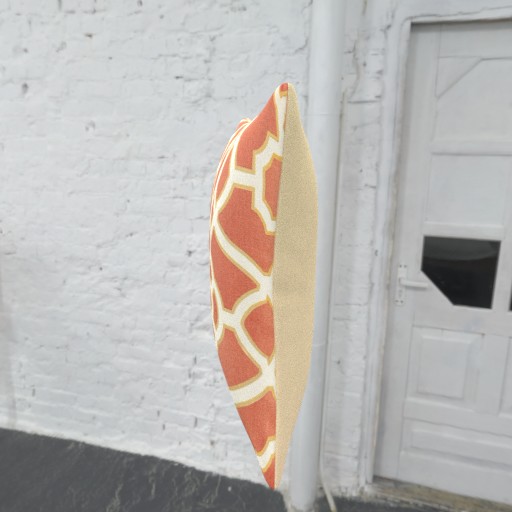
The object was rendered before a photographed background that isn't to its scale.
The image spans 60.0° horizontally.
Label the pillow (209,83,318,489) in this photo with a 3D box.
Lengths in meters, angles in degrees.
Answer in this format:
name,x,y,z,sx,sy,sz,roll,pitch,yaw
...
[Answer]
name,x,y,z,sx,sy,sz,roll,pitch,yaw
pillow,0.000,0.000,0.791,0.166,0.508,0.552,-1,14,-6
